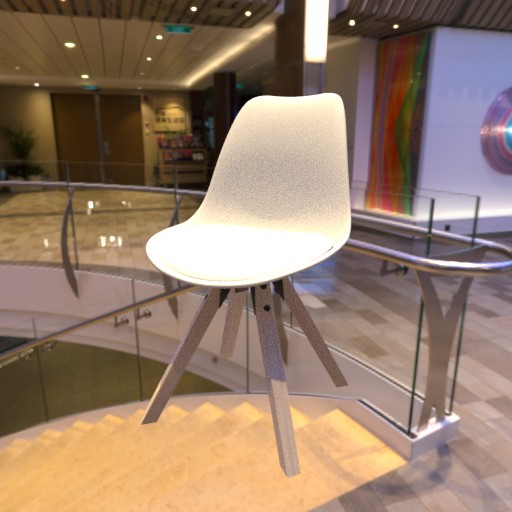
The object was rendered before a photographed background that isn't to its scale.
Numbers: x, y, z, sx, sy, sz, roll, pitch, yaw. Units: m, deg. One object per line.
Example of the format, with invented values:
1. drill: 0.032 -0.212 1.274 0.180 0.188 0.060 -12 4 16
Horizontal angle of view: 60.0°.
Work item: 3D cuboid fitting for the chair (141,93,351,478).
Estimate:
1. chair: 0.000 0.000 1.181 0.485 0.850 0.550 7 17 26
